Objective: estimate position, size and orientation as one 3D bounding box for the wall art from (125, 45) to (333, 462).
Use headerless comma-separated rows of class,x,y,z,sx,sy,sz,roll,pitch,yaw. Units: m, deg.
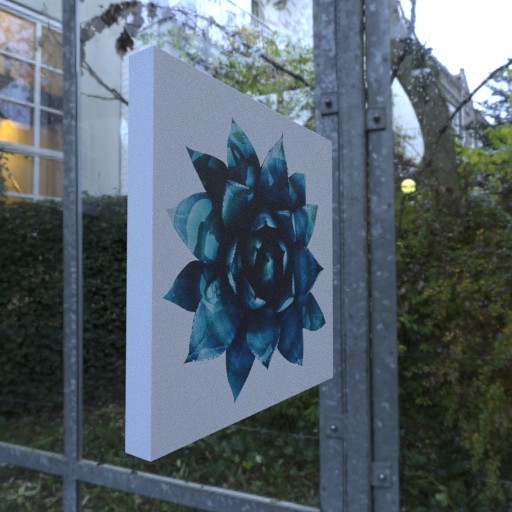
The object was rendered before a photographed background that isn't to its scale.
wall art,0.000,0.000,0.608,0.038,0.406,0.406,-1,-2,35
